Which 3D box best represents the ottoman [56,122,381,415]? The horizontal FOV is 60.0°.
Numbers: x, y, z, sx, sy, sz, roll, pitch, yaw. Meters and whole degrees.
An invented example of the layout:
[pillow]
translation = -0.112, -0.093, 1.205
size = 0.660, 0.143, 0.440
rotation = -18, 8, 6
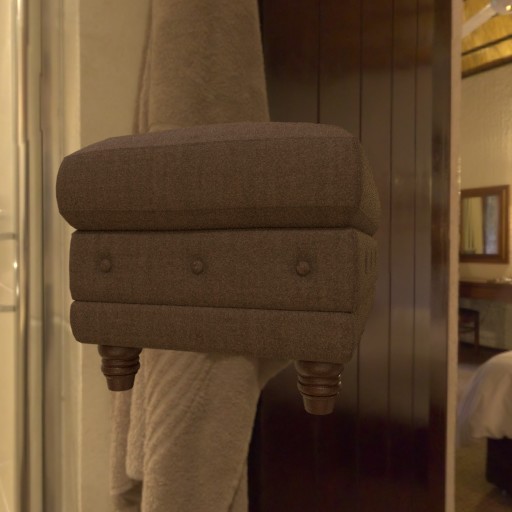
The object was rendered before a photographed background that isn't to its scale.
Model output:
[ottoman]
translation = 0.000, 0.000, 1.157
size = 0.599, 0.555, 0.809
rotation = 0, 1, 18
